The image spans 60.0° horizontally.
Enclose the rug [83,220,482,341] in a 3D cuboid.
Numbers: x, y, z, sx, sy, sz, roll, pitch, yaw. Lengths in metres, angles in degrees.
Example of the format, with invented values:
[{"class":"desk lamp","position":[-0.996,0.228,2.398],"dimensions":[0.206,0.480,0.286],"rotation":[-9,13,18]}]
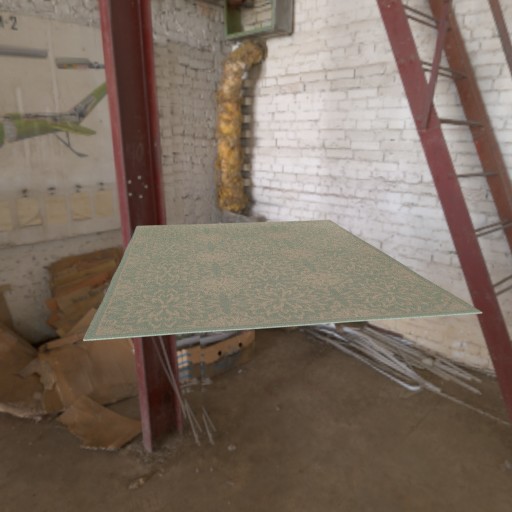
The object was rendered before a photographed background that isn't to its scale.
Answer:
[{"class":"rug","position":[0.000,0.000,3.976],"dimensions":[2.363,0.012,2.980],"rotation":[-3,16,-9]}]
